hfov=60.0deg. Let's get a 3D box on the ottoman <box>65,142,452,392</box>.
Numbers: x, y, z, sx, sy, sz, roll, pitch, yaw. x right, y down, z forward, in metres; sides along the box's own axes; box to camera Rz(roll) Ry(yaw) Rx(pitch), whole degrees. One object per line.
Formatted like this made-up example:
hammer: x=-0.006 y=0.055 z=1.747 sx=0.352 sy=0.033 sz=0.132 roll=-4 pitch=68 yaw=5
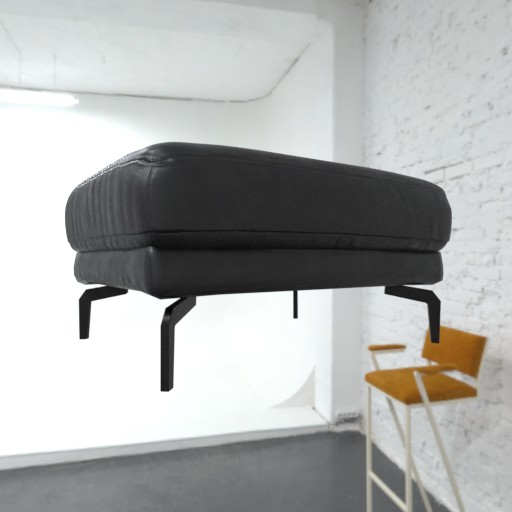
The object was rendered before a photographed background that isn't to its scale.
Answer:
ottoman: x=0.000 y=0.000 z=1.047 sx=0.764 sy=0.402 sz=0.570 roll=0 pitch=-1 yaw=-34
